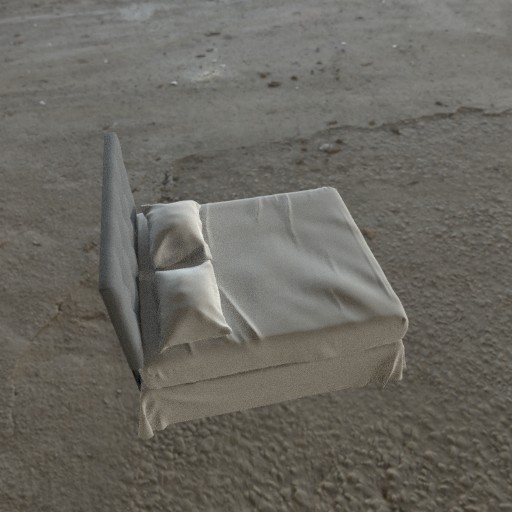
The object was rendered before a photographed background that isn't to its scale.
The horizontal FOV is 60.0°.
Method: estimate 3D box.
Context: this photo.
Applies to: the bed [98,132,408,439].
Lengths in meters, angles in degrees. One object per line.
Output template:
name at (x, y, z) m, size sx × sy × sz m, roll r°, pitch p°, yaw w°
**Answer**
bed at (0.000, 0.000, 3.588) m, size 2.222 × 1.577 × 1.936 m, roll -9°, pitch 47°, yaw -8°
